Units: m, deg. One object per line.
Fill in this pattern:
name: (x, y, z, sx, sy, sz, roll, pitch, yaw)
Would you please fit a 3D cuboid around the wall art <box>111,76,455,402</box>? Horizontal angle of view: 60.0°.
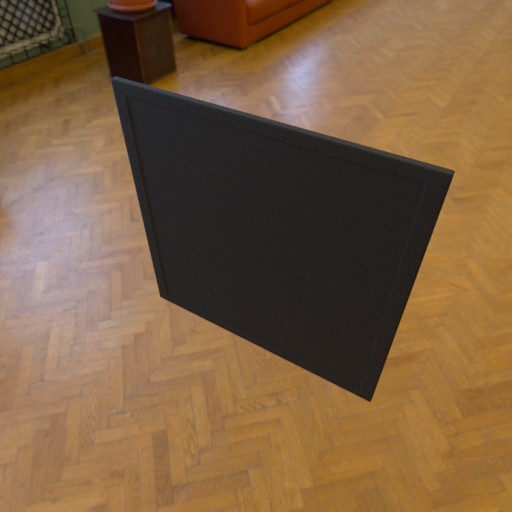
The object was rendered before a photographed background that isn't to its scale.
wall art: (0.000, 0.000, 0.836, 0.562, 0.558, 0.012, 23, 48, 22)
